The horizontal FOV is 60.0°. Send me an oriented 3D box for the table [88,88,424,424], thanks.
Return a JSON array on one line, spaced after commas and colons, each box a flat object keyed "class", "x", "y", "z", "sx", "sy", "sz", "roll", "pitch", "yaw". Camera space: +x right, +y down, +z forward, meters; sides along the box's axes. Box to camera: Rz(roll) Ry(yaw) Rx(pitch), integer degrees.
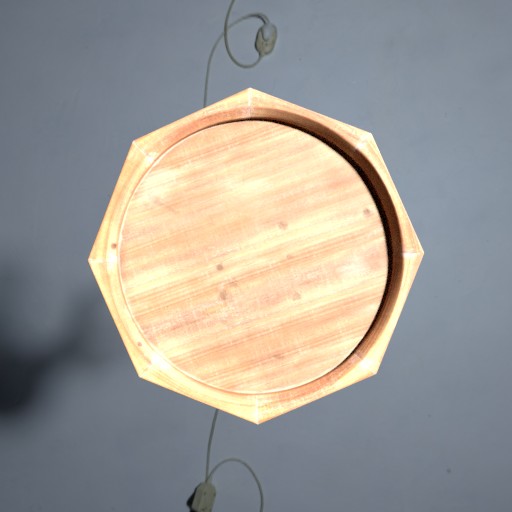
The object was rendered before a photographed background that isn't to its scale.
[{"class": "table", "x": 0.000, "y": 0.000, "z": 1.536, "sx": 1.002, "sy": 0.444, "sz": 1.002, "roll": 0, "pitch": 91, "yaw": 2}]
